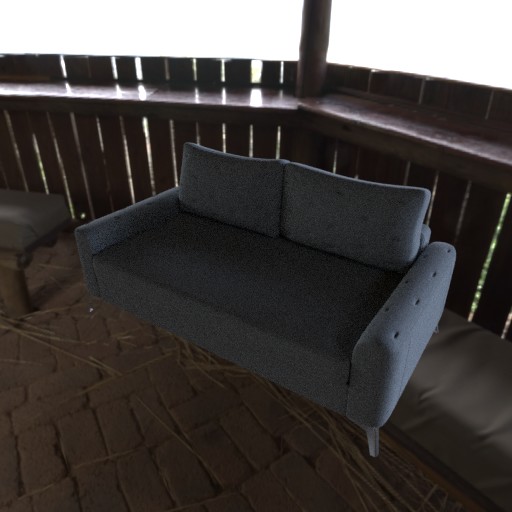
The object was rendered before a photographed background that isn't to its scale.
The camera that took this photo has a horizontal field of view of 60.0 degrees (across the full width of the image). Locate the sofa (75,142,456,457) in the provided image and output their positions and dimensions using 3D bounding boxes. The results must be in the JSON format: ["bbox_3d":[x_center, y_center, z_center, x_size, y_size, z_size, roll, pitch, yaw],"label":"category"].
[{"bbox_3d":[0.000,0.000,2.141,1.650,0.790,0.920,18,33,29],"label":"sofa"}]
